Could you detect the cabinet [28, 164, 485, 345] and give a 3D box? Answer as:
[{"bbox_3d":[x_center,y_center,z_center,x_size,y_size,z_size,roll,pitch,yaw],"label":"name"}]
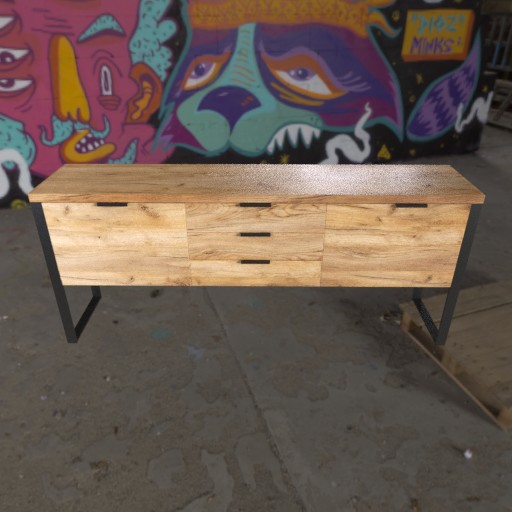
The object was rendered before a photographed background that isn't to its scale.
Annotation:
[{"bbox_3d":[0.000,0.000,2.090,1.800,0.762,0.395,0,29,0],"label":"cabinet"}]
